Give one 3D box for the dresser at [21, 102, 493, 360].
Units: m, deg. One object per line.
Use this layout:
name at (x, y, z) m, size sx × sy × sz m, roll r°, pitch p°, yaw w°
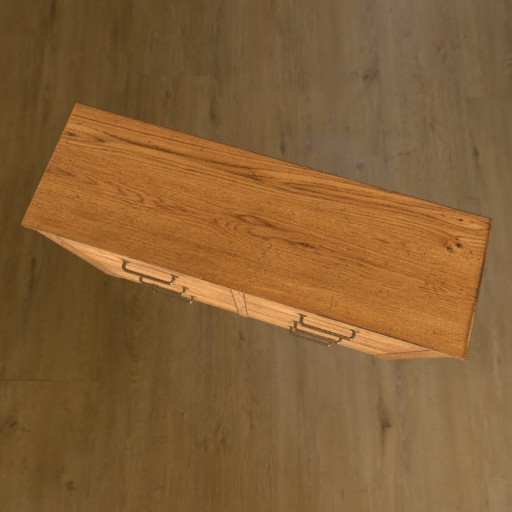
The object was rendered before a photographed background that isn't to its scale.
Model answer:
dresser at (0.000, 0.000, 2.074) m, size 1.657 × 0.932 × 0.563 m, roll 17°, pitch 77°, yaw 4°
